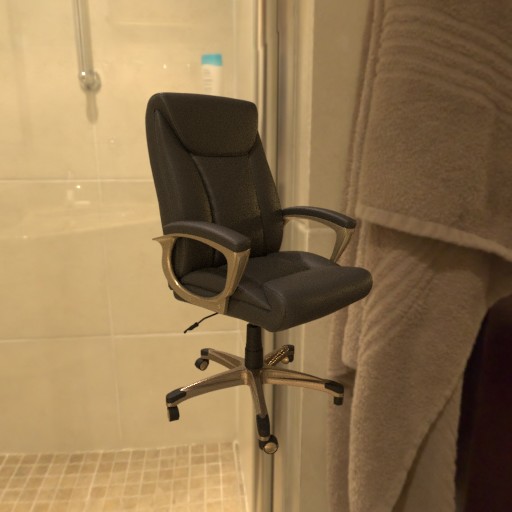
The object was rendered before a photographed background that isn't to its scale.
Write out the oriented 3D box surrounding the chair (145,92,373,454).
[{"bbox_3d":[0.000,0.000,1.658,0.694,1.188,0.748,-13,18,-43],"label":"chair"}]
